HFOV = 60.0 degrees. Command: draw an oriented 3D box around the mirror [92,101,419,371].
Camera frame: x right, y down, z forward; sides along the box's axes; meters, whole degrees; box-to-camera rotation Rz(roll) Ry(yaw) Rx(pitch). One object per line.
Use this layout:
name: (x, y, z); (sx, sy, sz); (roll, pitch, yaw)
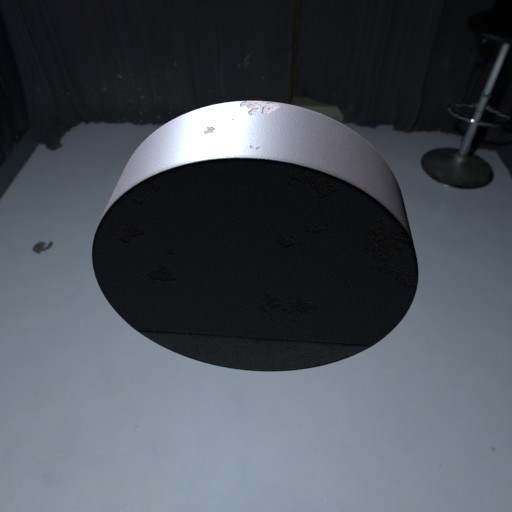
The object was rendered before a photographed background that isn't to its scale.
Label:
mirror: (0.000, 0.000, 0.580); (0.386, 0.386, 0.126); (3, 47, 3)
